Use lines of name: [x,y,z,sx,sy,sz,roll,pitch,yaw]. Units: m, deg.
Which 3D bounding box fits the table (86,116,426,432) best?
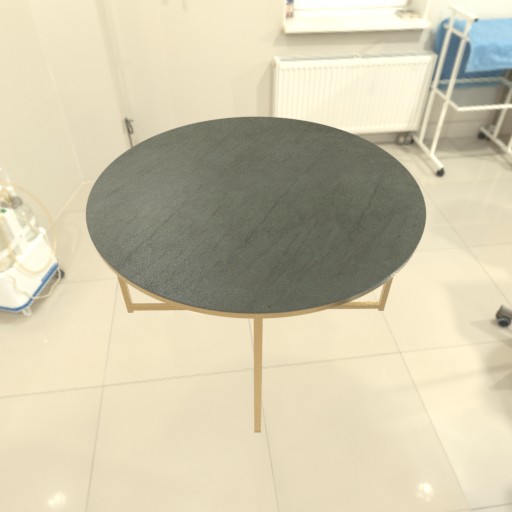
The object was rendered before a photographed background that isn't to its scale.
table: [0.000,0.000,1.233,0.800,0.450,0.800,0,42,0]
